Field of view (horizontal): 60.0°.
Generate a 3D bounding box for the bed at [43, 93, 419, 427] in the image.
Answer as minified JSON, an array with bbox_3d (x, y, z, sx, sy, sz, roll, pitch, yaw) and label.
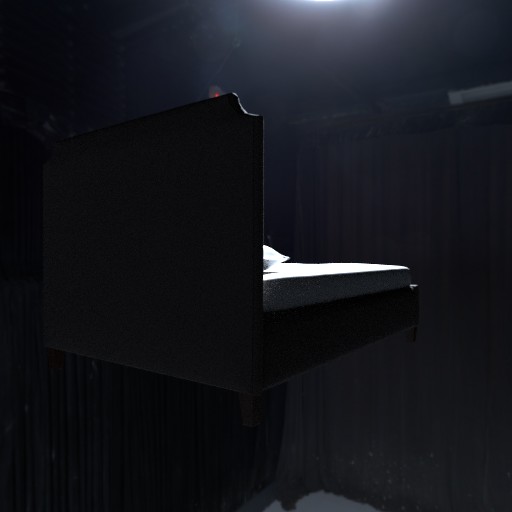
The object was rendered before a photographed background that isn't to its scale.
[{"bbox_3d":[0.000,0.000,3.270,1.713,1.443,2.372,0,0,36],"label":"bed"}]
